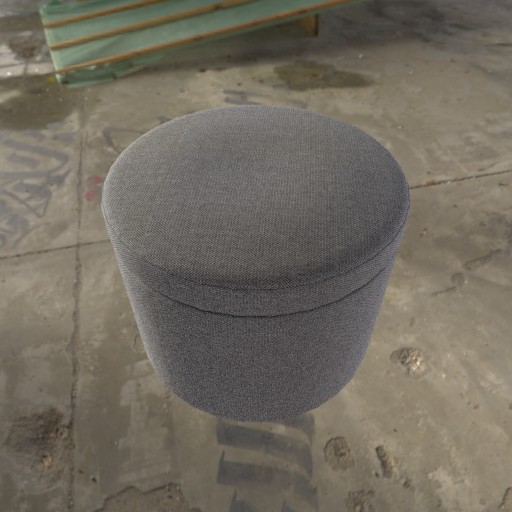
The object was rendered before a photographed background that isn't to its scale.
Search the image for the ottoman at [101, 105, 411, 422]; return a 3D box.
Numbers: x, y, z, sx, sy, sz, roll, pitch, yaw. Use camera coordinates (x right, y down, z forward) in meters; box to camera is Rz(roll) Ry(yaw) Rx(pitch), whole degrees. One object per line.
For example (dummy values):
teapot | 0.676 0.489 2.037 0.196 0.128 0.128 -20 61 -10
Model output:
ottoman | 0.000 0.000 0.863 0.500 0.419 0.500 0 45 0
